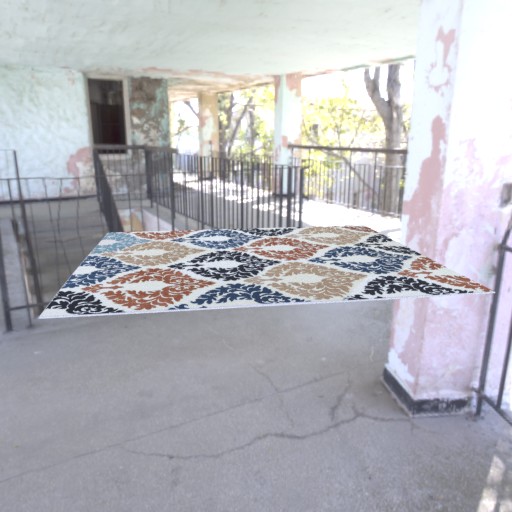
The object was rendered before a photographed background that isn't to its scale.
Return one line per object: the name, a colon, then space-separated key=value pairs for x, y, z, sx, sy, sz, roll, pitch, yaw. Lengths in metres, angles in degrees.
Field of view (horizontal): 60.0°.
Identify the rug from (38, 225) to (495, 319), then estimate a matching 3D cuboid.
rug: x=0.000 y=0.000 z=4.039 sx=3.040 sy=0.014 sz=2.423 roll=-2 pitch=16 yaw=-8
